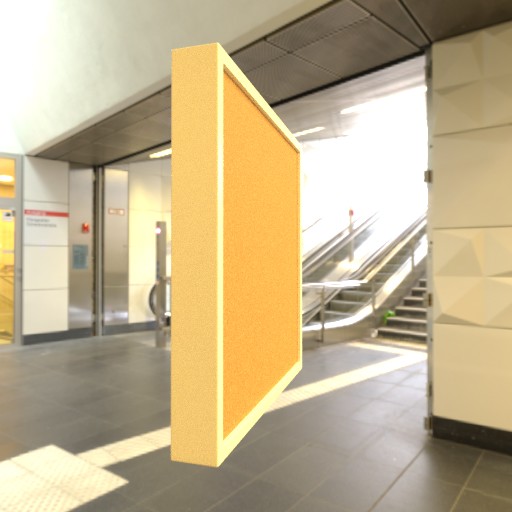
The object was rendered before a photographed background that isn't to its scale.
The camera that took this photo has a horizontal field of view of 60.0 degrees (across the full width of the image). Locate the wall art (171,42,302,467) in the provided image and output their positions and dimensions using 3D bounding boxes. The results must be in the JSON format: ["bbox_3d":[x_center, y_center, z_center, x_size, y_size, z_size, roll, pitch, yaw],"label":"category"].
[{"bbox_3d":[0.000,0.000,0.467,0.038,0.305,0.305,0,-1,17],"label":"wall art"}]
